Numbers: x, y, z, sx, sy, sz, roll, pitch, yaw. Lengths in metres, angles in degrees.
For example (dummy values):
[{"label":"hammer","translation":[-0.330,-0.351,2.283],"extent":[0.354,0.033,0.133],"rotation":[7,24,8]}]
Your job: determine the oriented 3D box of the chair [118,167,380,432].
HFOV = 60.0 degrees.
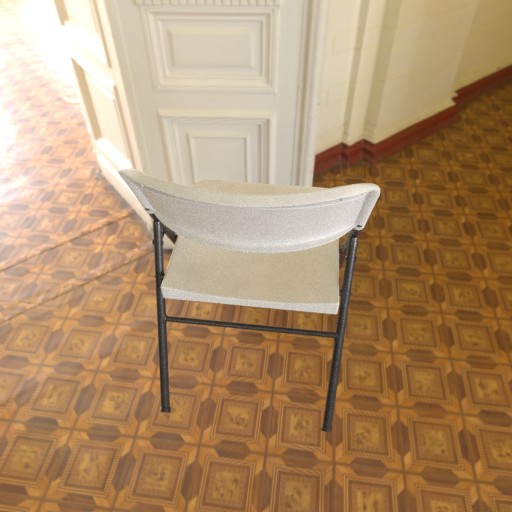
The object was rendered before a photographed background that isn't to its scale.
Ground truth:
[{"label":"chair","translation":[0.000,0.000,1.160],"extent":[0.494,0.810,0.566],"rotation":[5,46,5]}]
